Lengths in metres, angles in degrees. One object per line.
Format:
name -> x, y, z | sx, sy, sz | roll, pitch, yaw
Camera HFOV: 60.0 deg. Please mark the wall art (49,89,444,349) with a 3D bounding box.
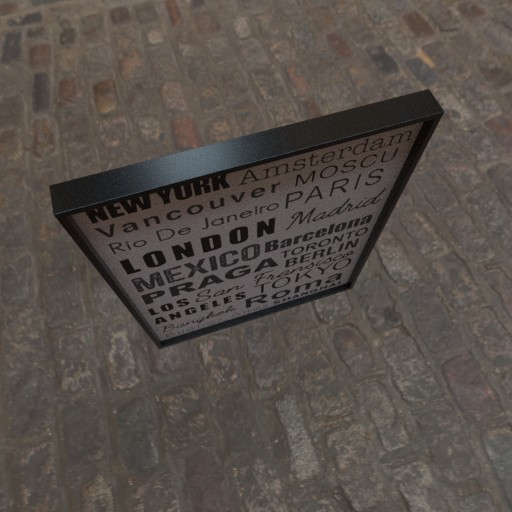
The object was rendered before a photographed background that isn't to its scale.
wall art -> 0.000, 0.000, 0.738 | 0.448, 0.551, 0.038 | -16, 65, -8
